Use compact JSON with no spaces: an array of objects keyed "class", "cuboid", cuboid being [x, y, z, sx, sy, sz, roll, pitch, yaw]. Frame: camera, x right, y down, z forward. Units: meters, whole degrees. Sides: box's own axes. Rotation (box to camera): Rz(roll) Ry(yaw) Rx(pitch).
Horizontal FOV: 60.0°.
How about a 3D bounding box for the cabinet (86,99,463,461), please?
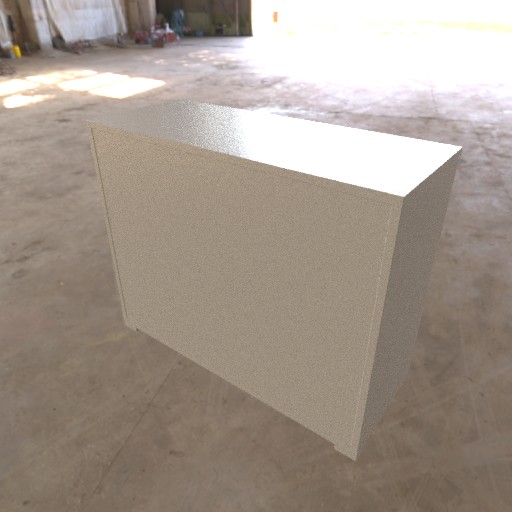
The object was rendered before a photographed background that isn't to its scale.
[{"class":"cabinet","cuboid":[0.000,0.000,1.437,1.000,0.800,0.400,21,36,31]}]
